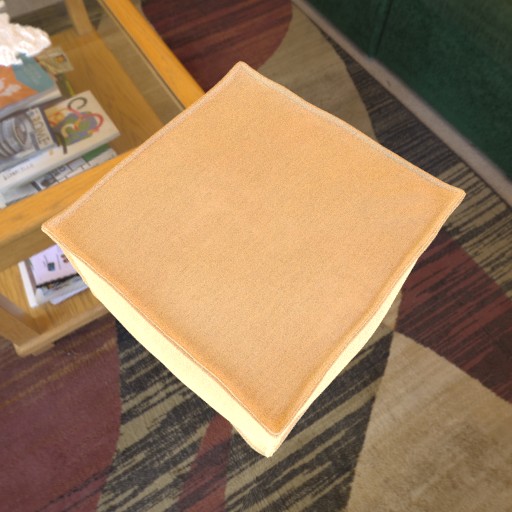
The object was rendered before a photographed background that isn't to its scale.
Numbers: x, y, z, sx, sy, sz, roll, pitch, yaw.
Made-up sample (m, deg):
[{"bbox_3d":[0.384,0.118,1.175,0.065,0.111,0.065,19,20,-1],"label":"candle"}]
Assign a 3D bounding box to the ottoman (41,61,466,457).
[{"bbox_3d":[0.000,0.000,1.153,0.696,0.470,0.707,37,68,17],"label":"ottoman"}]
